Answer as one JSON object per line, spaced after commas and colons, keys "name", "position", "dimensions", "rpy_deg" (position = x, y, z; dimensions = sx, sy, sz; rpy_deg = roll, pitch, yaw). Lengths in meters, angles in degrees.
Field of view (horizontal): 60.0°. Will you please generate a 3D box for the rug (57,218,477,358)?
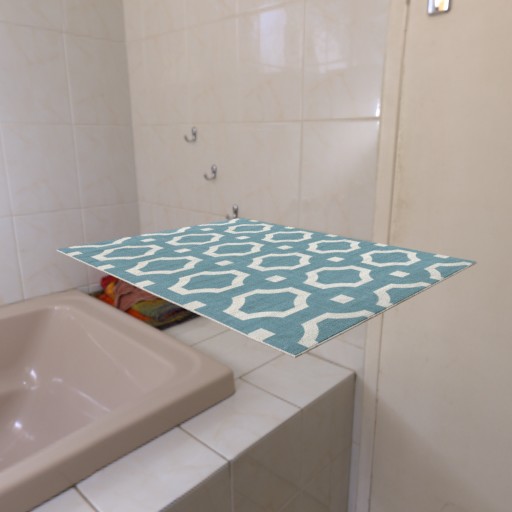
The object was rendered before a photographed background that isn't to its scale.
{"name": "rug", "position": [0.000, 0.000, 4.109], "dimensions": [2.466, 0.021, 3.049], "rpy_deg": [-14, 21, -43]}
